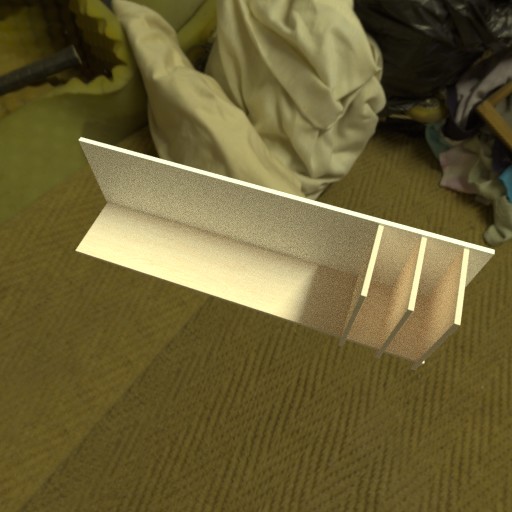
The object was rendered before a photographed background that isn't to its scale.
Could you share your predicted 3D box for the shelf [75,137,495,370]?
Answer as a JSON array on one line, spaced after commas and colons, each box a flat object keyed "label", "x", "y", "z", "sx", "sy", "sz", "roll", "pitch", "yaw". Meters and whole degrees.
[{"label": "shelf", "x": 0.000, "y": 0.000, "z": 1.122, "sx": 1.020, "sy": 0.300, "sz": 0.200, "roll": 17, "pitch": 60, "yaw": 10}]
